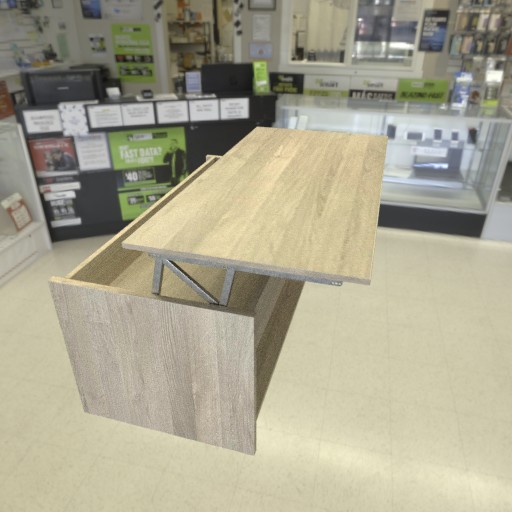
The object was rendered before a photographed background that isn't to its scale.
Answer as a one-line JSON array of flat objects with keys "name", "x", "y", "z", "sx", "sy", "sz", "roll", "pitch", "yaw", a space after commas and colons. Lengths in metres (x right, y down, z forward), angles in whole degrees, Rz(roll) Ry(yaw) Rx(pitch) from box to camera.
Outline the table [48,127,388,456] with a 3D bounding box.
[{"name": "table", "x": 0.000, "y": 0.000, "z": 1.426, "sx": 0.712, "sy": 0.570, "sz": 1.000, "roll": 8, "pitch": 31, "yaw": 14}]
